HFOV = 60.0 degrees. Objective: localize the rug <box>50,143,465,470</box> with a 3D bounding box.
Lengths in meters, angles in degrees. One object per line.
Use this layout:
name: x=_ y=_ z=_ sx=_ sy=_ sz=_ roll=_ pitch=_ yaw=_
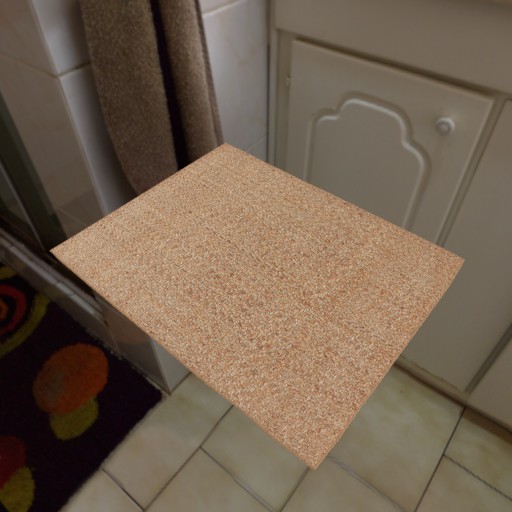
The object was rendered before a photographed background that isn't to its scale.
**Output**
rug: x=0.000 y=0.000 z=4.123 sx=3.048 sy=0.013 sz=2.439 roll=32 pitch=54 yaw=26
